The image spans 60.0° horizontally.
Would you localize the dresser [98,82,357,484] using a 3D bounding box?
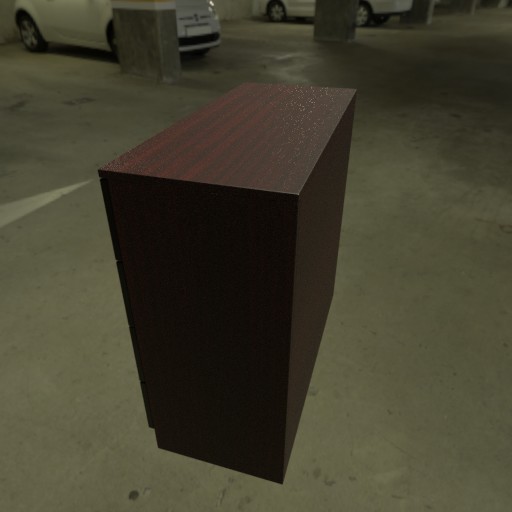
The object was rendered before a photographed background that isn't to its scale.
[{"bbox_3d":[0.000,0.000,1.171,0.360,0.720,0.750,9,33,15],"label":"dresser"}]
